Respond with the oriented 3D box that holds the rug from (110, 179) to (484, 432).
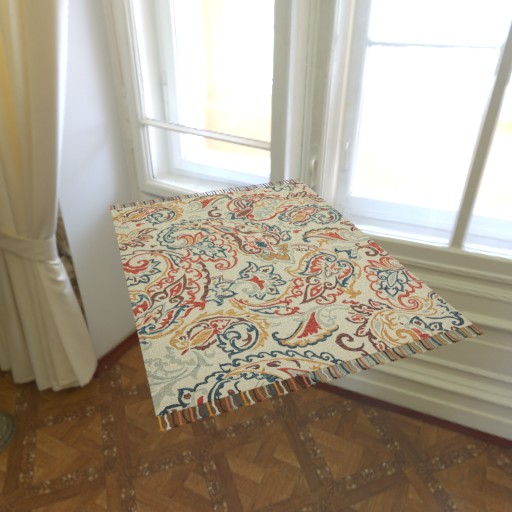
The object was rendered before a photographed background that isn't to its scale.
[{"bbox_3d":[0.000,0.000,4.269,2.439,0.015,3.274,-11,34,-17],"label":"rug"}]
